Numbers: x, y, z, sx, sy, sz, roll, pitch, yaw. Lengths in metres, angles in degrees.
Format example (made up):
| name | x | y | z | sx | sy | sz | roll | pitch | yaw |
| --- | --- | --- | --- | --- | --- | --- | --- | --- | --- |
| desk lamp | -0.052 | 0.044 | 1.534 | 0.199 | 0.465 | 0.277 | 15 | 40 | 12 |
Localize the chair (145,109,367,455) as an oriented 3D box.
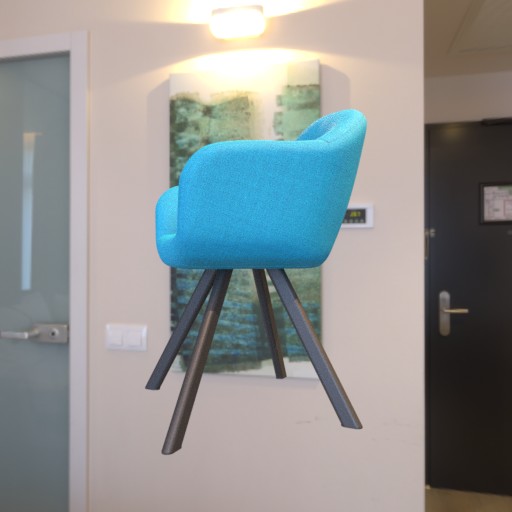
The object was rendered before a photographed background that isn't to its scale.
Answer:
| name | x | y | z | sx | sy | sz | roll | pitch | yaw |
| --- | --- | --- | --- | --- | --- | --- | --- | --- | --- |
| chair | 0.000 | 0.000 | 1.199 | 0.550 | 0.795 | 0.590 | 0 | 0 | -18 |
